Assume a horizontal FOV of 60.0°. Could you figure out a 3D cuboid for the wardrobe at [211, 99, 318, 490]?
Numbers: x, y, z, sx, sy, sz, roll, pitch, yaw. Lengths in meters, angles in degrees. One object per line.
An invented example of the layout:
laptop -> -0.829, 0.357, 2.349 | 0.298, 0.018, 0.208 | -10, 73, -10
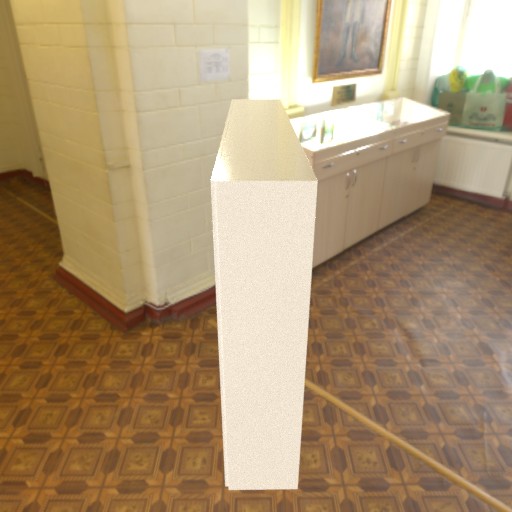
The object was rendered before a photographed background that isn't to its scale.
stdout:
wardrobe -> 0.000, 0.000, 4.087 | 0.580, 2.360, 3.000 | 0, 27, -1
